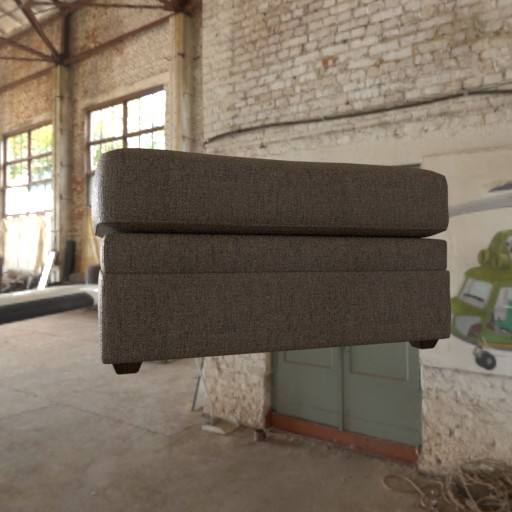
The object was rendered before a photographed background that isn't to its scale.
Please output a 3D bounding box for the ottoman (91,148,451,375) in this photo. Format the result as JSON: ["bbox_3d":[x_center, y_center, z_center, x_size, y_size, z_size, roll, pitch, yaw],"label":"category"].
[{"bbox_3d":[0.000,0.000,1.272,0.885,0.478,0.637,0,0,-19],"label":"ottoman"}]
